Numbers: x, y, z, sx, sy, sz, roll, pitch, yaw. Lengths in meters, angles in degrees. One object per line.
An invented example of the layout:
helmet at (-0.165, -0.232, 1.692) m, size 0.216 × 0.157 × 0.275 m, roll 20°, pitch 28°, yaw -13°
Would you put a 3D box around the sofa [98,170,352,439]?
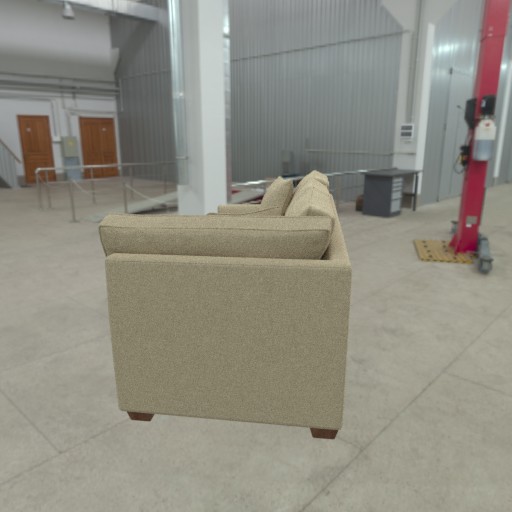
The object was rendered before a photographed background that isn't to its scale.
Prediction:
sofa at (0.000, 0.000, 2.883) m, size 1.061 × 0.962 × 2.317 m, roll 2°, pitch 15°, yaw 7°
